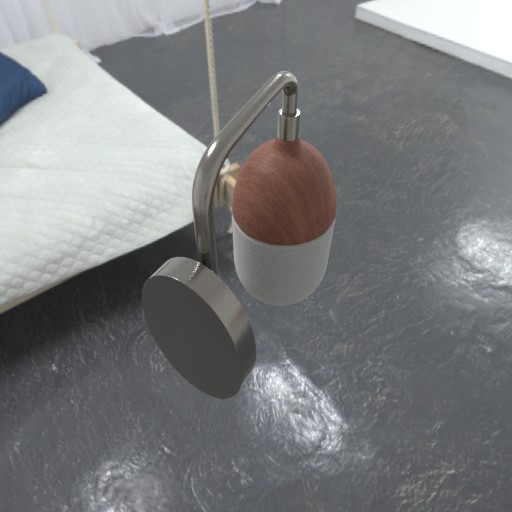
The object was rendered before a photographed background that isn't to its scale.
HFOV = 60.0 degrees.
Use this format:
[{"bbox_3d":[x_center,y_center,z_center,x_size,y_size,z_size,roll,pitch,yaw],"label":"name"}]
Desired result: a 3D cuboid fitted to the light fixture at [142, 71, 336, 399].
[{"bbox_3d":[0.000,0.000,0.442,0.108,0.343,0.216,24,51,21],"label":"light fixture"}]
